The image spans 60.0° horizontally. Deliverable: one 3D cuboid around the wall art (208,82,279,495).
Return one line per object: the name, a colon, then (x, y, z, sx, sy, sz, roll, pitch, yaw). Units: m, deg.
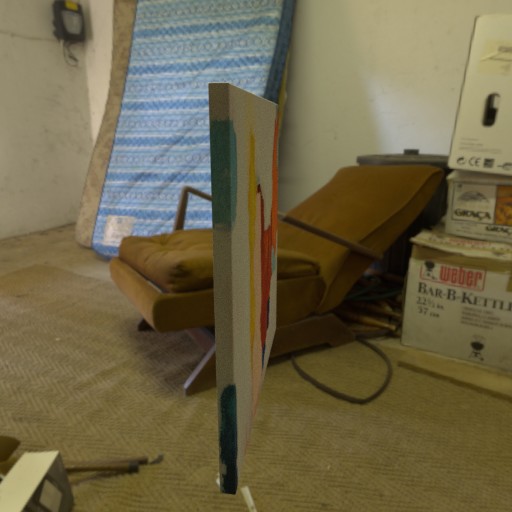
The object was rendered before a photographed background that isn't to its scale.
wall art: (0.000, 0.000, 1.509, 0.044, 1.017, 1.017, 2, 17, 8)
